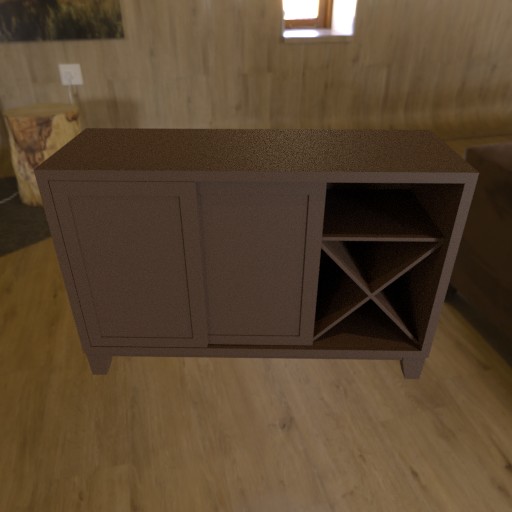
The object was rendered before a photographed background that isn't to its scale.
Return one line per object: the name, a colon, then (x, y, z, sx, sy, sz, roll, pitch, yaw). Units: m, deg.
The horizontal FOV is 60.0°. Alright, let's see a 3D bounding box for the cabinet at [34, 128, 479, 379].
cabinet: (0.000, 0.000, 1.831, 1.396, 0.914, 0.482, 1, 31, 1)
